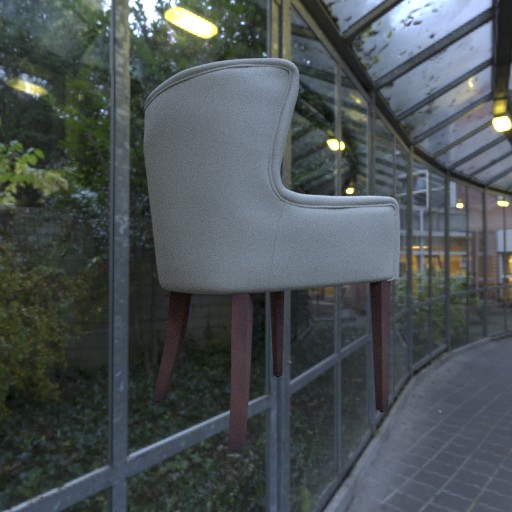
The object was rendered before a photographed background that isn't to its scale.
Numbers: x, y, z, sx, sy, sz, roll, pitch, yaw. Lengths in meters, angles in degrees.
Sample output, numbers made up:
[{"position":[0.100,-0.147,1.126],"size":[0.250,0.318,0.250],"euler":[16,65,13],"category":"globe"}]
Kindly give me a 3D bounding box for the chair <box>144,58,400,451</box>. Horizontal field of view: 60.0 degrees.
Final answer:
[{"position":[0.000,0.000,1.405],"size":[0.686,0.952,0.660],"euler":[1,-1,-35],"category":"chair"}]
